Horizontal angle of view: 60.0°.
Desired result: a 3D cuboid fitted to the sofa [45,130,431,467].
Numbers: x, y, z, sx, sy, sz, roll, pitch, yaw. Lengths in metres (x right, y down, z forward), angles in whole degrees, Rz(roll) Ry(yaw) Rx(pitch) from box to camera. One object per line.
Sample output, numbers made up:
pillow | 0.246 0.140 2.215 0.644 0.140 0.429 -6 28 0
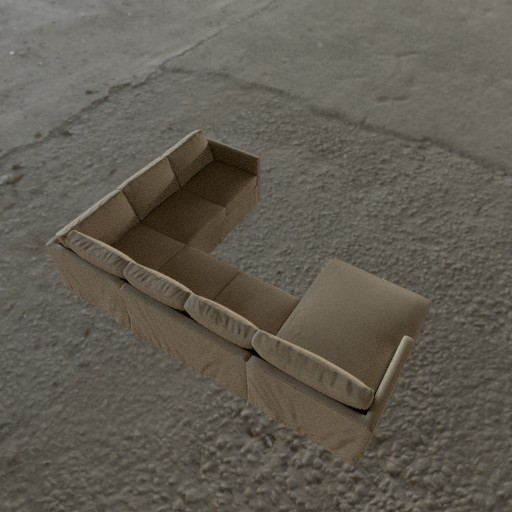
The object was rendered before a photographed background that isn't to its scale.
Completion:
sofa | 0.000 0.000 4.629 3.528 0.878 2.476 25 52 22
